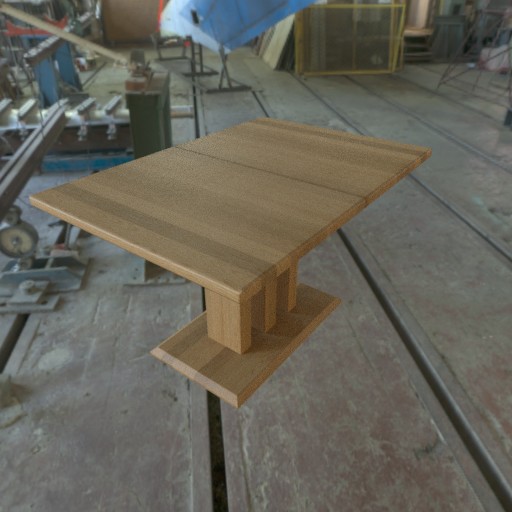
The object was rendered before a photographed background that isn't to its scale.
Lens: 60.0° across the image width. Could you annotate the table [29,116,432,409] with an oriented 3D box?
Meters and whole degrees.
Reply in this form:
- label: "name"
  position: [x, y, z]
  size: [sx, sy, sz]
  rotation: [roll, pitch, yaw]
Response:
- label: "table"
  position: [0.000, 0.000, 1.867]
  size: [0.900, 0.770, 1.300]
  rotation: [21, 37, 31]
